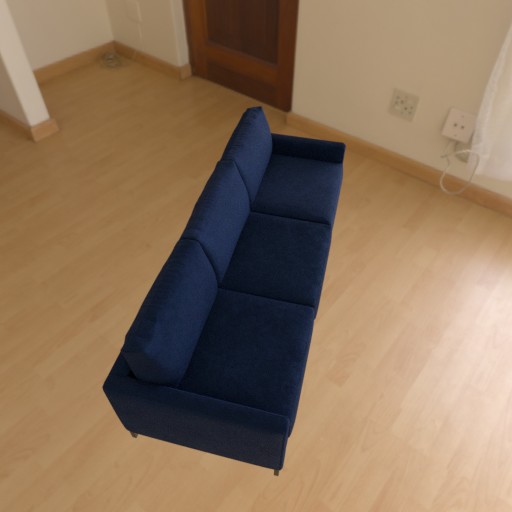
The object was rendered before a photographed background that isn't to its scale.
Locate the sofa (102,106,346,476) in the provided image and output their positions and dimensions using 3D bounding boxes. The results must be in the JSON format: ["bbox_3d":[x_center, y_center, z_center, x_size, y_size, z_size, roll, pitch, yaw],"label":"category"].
[{"bbox_3d":[0.000,0.000,2.762,0.875,0.879,2.252,11,48,10],"label":"sofa"}]
